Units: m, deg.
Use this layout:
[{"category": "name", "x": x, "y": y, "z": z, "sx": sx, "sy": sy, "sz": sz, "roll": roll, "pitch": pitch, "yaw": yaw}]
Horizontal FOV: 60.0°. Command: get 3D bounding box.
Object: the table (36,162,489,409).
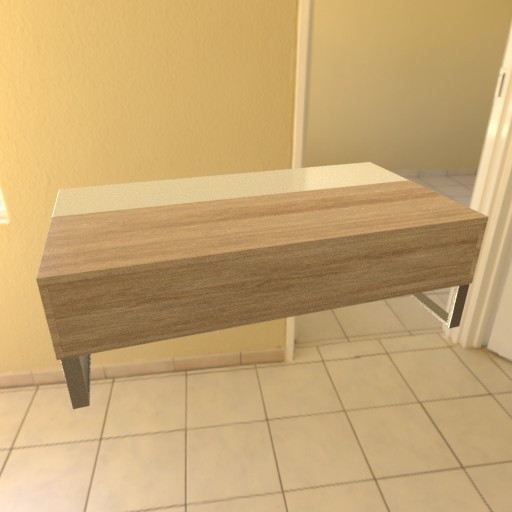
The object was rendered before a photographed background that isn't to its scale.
[{"category": "table", "x": 0.000, "y": 0.000, "z": 1.355, "sx": 1.100, "sy": 0.350, "sz": 0.600, "roll": -8, "pitch": 28, "yaw": -16}]
